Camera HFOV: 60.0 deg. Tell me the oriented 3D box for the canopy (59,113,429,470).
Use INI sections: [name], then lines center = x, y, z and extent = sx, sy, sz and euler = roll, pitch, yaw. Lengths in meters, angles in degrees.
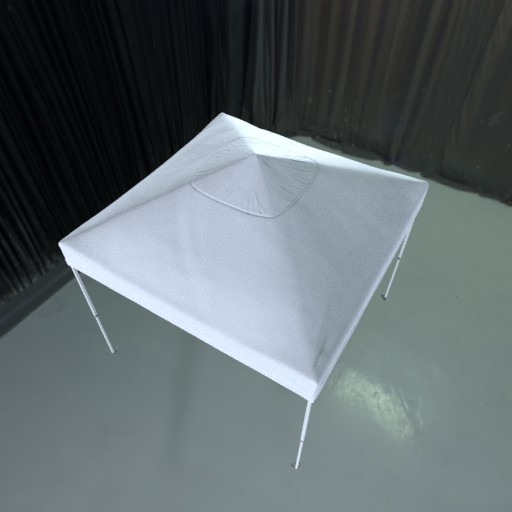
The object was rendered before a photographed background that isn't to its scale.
[canopy]
center = 0.000, 0.000, 5.446
extent = 2.996, 2.997, 2.998
euler = 25, 53, 20
